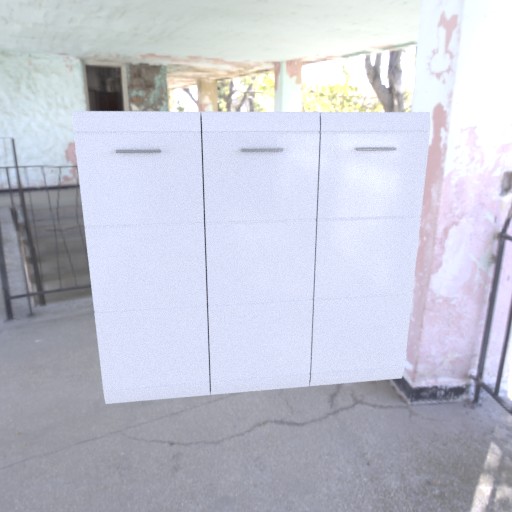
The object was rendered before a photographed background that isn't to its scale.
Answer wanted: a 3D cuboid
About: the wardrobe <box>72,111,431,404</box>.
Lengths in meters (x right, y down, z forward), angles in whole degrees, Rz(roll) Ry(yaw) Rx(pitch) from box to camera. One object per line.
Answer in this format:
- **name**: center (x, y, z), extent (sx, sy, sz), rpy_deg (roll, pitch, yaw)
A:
- **wardrobe**: center (0.000, 0.000, 1.948), extent (1.340, 1.200, 0.360), rpy_deg (-2, 17, -8)
